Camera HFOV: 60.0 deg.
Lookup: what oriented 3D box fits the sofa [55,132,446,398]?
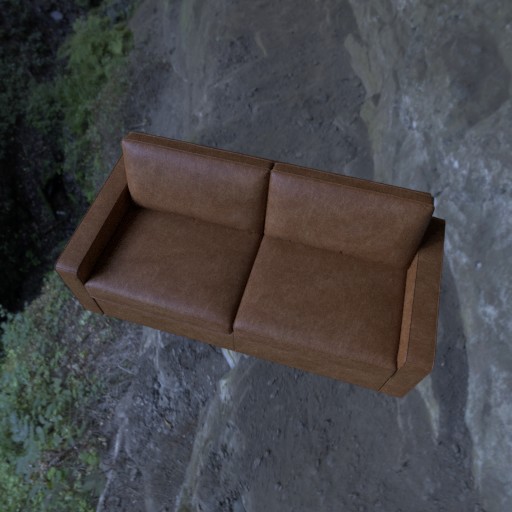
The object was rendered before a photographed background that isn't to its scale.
[{"bbox_3d":[0.000,0.000,2.688,2.156,0.928,0.991,14,59,8],"label":"sofa"}]
